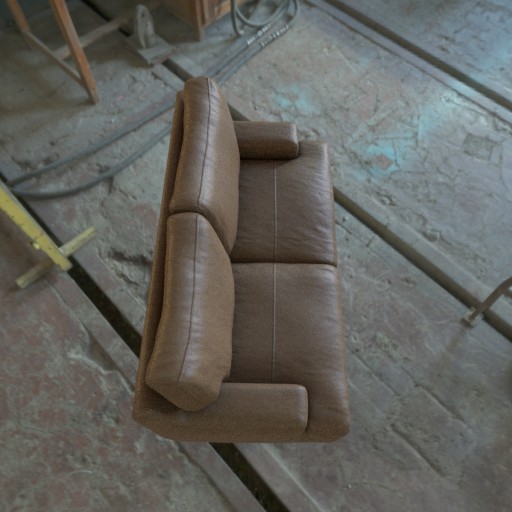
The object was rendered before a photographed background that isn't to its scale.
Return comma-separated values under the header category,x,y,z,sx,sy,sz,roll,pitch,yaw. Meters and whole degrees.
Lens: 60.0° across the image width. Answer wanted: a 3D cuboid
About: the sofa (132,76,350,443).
category,x,y,z,sx,sy,sz,roll,pitch,yaw
sofa,0.000,0.000,2.438,0.962,0.980,1.855,1,62,0
